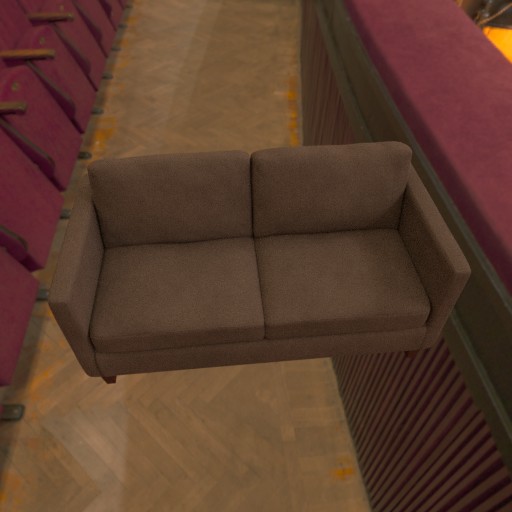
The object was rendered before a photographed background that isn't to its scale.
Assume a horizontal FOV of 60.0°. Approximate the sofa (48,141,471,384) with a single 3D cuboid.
[{"bbox_3d":[0.000,0.000,2.413,1.884,0.963,0.950,-4,47,-4],"label":"sofa"}]
